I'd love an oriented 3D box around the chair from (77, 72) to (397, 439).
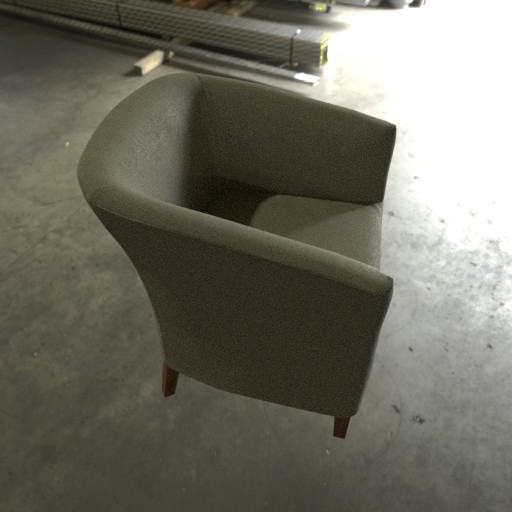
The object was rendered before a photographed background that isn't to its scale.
[{"bbox_3d":[0.000,0.000,1.200,0.668,0.771,0.600,9,46,9],"label":"chair"}]
